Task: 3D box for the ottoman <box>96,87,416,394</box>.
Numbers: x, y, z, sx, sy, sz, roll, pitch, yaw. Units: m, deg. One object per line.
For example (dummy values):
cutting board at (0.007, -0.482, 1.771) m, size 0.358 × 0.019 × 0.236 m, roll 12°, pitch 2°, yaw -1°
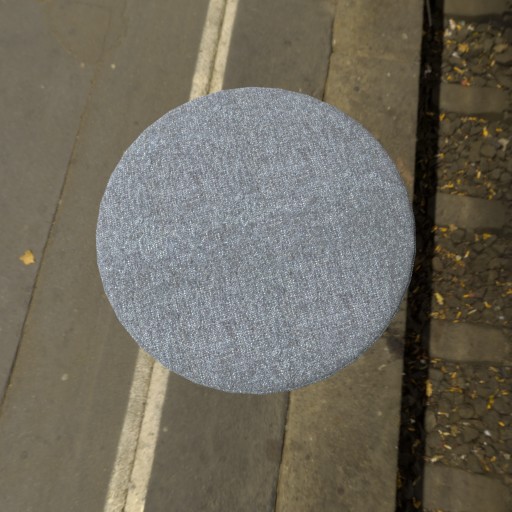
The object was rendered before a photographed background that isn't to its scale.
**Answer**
ottoman at (0.000, 0.000, 0.867) m, size 0.500 × 0.419 × 0.500 m, roll 0°, pitch 76°, yaw 0°
